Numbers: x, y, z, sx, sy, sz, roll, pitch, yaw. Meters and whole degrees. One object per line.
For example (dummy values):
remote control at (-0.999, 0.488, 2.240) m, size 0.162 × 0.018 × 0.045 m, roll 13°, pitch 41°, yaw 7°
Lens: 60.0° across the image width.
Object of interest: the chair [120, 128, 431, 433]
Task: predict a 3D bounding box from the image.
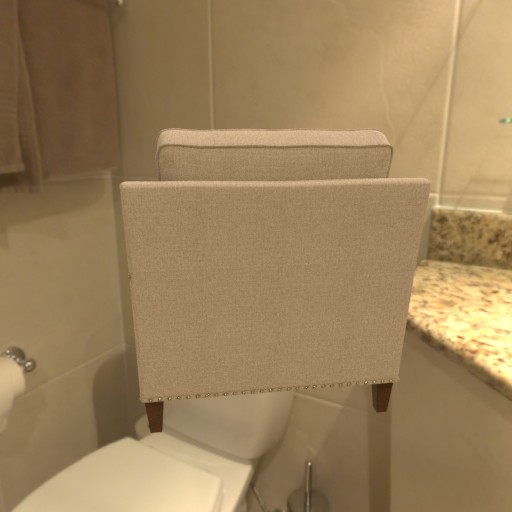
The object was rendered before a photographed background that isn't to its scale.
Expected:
chair at (0.000, 0.000, 1.732) m, size 0.853 × 0.943 × 1.014 m, roll -2°, pitch 15°, yaw -8°
